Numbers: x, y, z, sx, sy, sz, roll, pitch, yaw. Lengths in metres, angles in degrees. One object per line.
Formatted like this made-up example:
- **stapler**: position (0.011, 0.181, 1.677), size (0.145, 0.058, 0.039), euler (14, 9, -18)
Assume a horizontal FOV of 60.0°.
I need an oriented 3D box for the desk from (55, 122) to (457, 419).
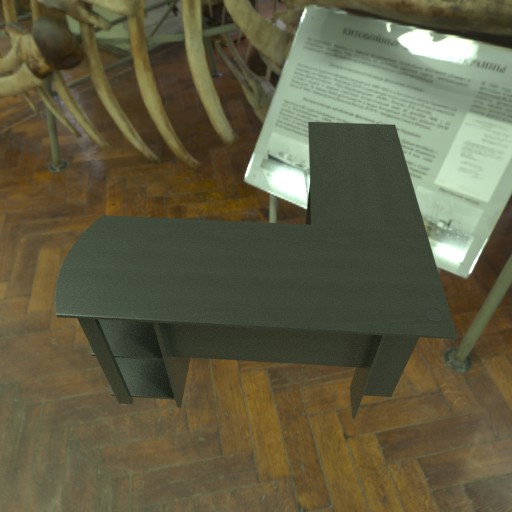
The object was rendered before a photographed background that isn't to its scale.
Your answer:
- **desk**: position (0.000, 0.000, 2.138), size (1.361, 0.716, 1.303), euler (3, 46, 3)
